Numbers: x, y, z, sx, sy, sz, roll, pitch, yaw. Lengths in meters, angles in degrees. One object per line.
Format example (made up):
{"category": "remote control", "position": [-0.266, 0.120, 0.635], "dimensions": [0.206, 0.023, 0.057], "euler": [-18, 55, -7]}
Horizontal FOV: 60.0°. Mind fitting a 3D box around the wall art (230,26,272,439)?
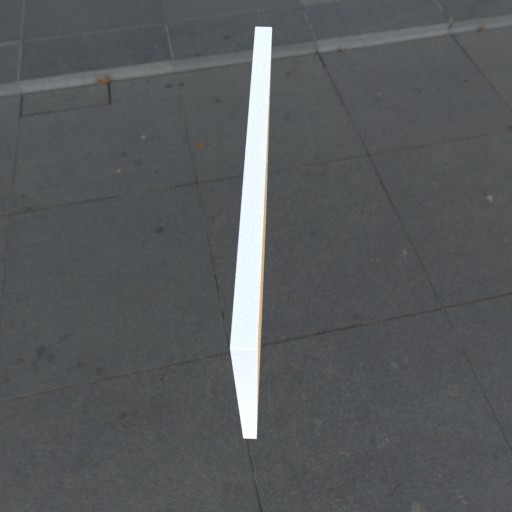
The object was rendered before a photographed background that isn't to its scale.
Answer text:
{"category": "wall art", "position": [0.000, 0.000, 1.140], "dimensions": [0.038, 0.761, 0.763], "euler": [2, 59, 1]}
